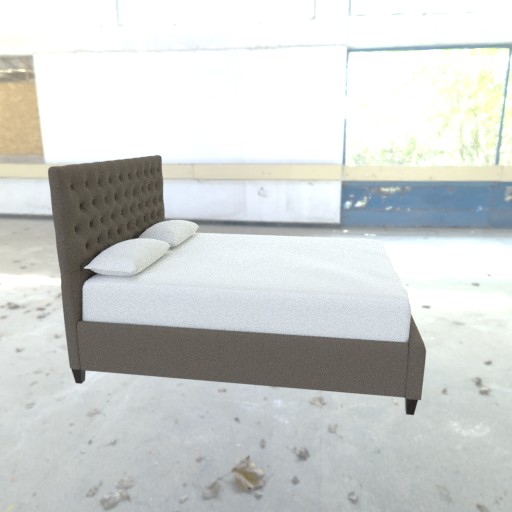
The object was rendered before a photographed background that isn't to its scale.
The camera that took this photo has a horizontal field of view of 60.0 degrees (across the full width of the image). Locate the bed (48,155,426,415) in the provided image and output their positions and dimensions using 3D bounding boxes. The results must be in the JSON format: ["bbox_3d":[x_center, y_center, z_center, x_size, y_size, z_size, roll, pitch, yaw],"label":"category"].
[{"bbox_3d":[0.000,0.000,3.385,2.233,1.426,1.696,2,15,9],"label":"bed"}]
